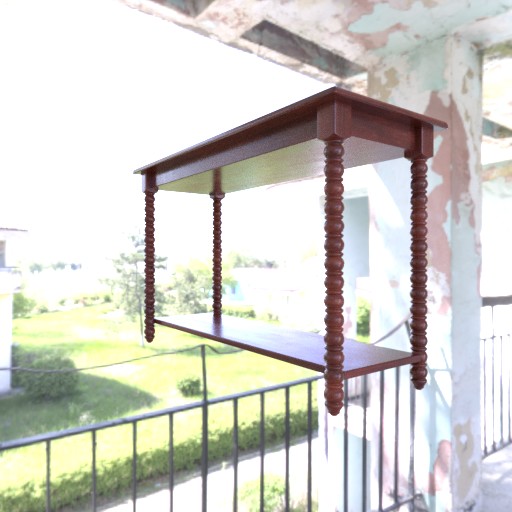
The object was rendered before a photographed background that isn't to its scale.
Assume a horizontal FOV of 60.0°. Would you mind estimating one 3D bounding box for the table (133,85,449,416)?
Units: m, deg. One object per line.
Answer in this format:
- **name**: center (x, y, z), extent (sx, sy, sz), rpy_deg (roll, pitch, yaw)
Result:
- **table**: center (0.000, 0.000, 1.562), extent (0.459, 0.740, 1.184), rpy_deg (0, 0, -36)
